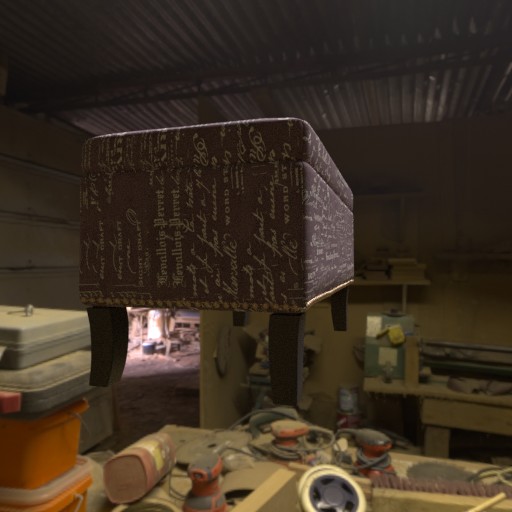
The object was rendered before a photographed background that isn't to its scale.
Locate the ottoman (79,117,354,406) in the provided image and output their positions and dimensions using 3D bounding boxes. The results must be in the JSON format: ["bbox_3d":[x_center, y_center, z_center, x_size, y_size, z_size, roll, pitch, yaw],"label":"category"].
[{"bbox_3d":[0.000,0.000,1.084,0.406,0.457,0.813,0,-1,17],"label":"ottoman"}]
